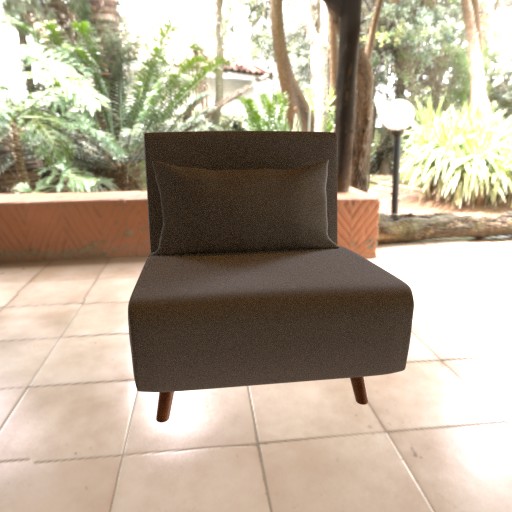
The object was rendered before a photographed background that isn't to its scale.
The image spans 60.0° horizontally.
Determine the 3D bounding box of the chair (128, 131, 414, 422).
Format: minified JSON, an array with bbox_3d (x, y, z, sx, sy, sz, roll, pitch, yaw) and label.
[{"bbox_3d":[0.000,0.000,1.502,0.770,0.808,0.902,-2,17,-8],"label":"chair"}]
